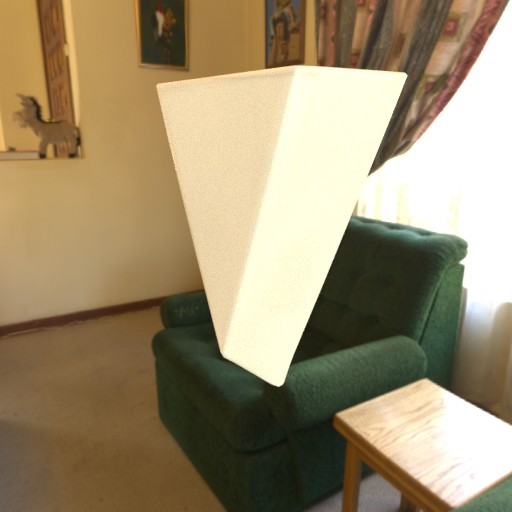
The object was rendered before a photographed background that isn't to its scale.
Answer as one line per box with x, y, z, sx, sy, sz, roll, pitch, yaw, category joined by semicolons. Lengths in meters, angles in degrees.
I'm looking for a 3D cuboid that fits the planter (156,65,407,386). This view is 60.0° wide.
0.000;0.000;0.267;0.150;0.197;0.060;14;20;41;planter
